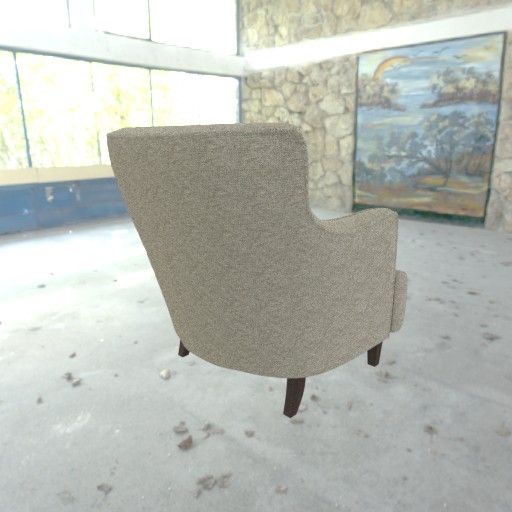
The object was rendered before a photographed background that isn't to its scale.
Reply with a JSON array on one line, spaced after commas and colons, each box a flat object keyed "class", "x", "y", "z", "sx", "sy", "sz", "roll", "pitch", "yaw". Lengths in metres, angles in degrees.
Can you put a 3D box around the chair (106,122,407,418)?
[{"class": "chair", "x": 0.000, "y": 0.000, "z": 1.661, "sx": 0.820, "sy": 0.920, "sz": 0.910, "roll": 14, "pitch": 20, "yaw": 43}]
